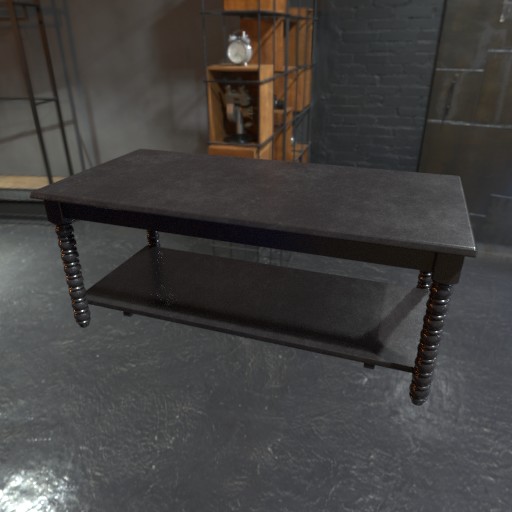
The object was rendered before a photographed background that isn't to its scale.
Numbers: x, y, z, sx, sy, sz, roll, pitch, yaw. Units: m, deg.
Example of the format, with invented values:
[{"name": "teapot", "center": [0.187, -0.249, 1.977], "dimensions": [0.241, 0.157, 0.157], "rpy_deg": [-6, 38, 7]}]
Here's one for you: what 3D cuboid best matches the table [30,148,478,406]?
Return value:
[{"name": "table", "center": [0.000, 0.000, 1.435], "dimensions": [1.171, 0.487, 0.580], "rpy_deg": [9, 28, 17]}]
